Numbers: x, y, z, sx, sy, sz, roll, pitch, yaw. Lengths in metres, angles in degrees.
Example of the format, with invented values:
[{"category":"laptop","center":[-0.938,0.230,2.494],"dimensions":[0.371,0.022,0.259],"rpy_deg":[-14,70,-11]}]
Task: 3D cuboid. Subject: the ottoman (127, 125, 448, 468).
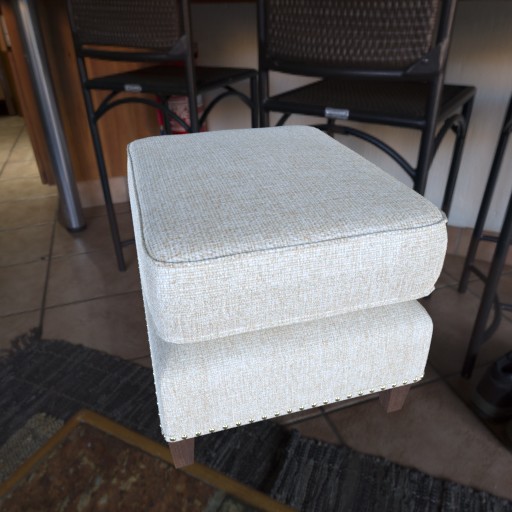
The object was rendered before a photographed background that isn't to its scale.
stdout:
[{"category":"ottoman","center":[0.000,0.000,1.131],"dimensions":[0.589,0.537,0.738],"rpy_deg":[-9,32,-14]}]
